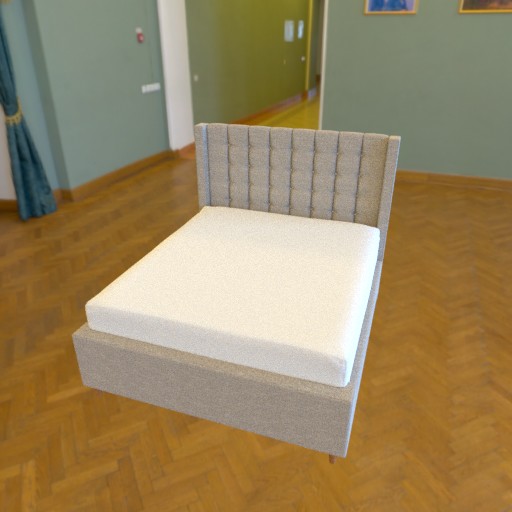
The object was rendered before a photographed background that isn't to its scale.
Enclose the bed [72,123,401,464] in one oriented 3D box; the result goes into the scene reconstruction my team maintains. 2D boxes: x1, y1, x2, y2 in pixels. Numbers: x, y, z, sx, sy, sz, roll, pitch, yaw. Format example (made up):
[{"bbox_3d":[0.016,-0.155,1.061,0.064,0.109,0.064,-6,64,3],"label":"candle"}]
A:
[{"bbox_3d":[0.000,0.000,3.823,2.044,1.748,2.372,9,28,17],"label":"bed"}]
